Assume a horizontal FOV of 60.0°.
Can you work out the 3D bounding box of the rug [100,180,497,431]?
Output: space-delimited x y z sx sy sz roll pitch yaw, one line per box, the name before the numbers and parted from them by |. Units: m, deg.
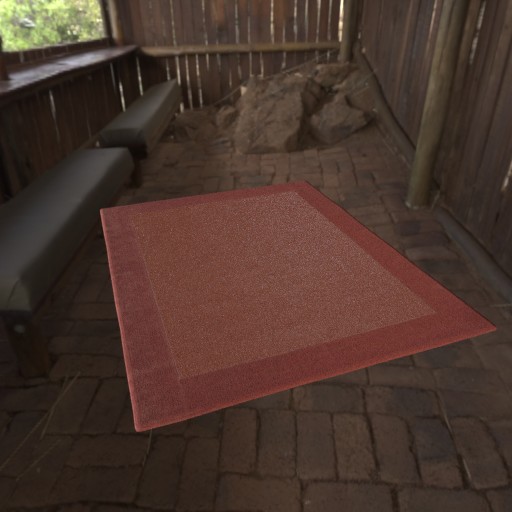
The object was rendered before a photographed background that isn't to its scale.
rug | 0.000 0.000 3.858 2.430 0.018 2.976 -11 32 -17
